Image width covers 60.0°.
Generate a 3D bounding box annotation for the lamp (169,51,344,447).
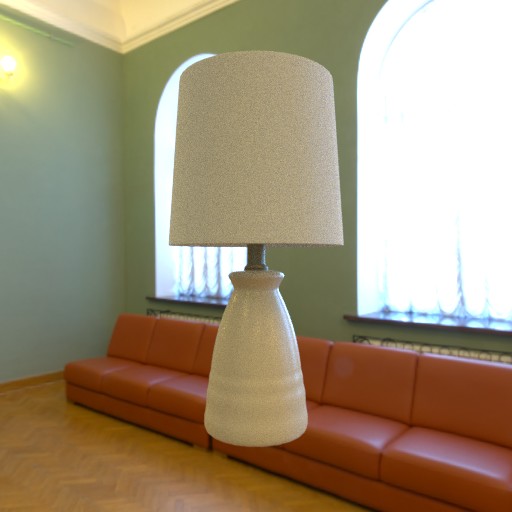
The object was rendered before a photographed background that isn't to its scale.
[{"bbox_3d":[0.000,0.000,0.480,0.186,0.369,0.186,0,0,0],"label":"lamp"}]
